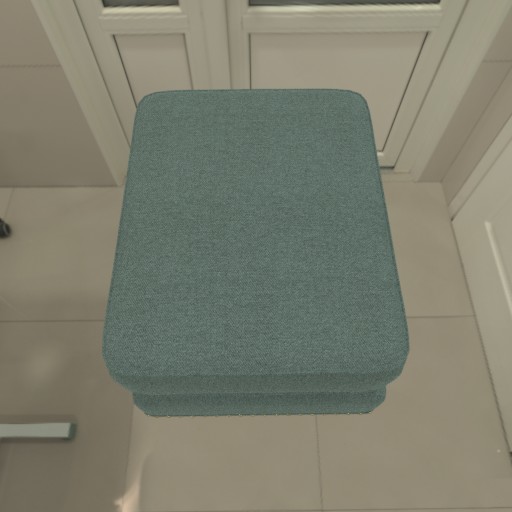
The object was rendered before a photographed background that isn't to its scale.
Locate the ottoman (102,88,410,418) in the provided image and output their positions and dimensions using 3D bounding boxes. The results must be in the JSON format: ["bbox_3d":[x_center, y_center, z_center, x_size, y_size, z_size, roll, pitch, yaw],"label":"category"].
[{"bbox_3d":[0.000,0.000,1.130,0.589,0.537,0.738,-1,63,0],"label":"ottoman"}]
